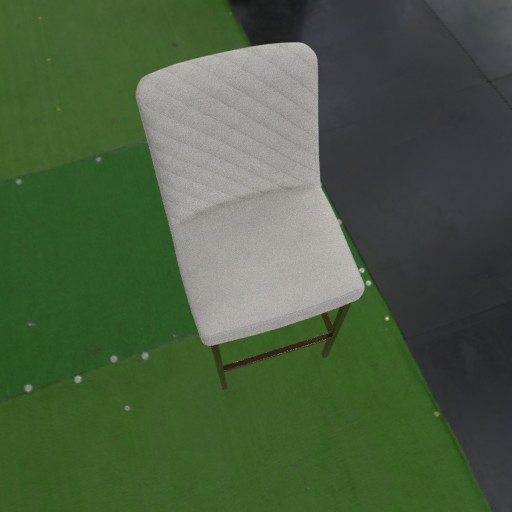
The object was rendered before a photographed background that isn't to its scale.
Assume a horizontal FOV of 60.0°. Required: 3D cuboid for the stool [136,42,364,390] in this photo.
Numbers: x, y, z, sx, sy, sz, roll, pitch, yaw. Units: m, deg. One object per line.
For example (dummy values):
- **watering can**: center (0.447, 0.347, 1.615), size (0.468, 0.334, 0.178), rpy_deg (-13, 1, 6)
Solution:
- **stool**: center (0.000, 0.000, 1.379), size (0.462, 1.084, 0.546), rpy_deg (-16, 65, -7)
